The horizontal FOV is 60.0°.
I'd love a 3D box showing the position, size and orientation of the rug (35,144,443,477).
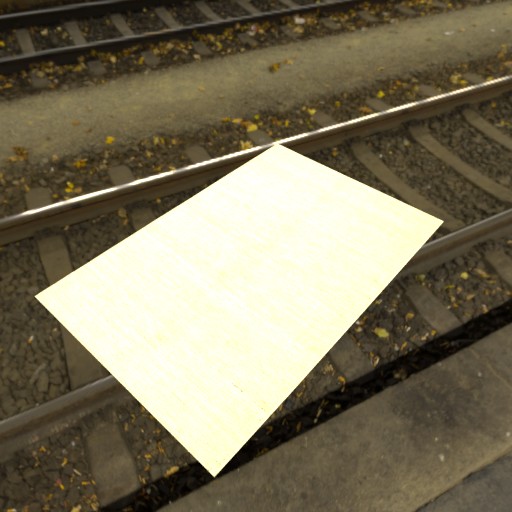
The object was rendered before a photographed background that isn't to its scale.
[{"bbox_3d":[0.000,0.000,2.360,1.250,0.015,1.850,33,54,28],"label":"rug"}]
